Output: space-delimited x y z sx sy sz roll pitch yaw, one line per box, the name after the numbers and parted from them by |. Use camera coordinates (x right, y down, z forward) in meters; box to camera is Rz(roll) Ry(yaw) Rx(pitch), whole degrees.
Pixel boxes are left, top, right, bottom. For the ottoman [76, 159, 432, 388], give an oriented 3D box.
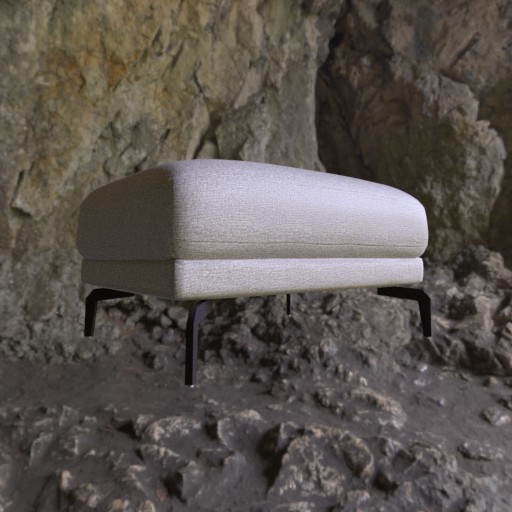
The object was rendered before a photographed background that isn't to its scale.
0.000 0.000 1.138 0.772 0.420 0.568 0 0 -37 | ottoman
